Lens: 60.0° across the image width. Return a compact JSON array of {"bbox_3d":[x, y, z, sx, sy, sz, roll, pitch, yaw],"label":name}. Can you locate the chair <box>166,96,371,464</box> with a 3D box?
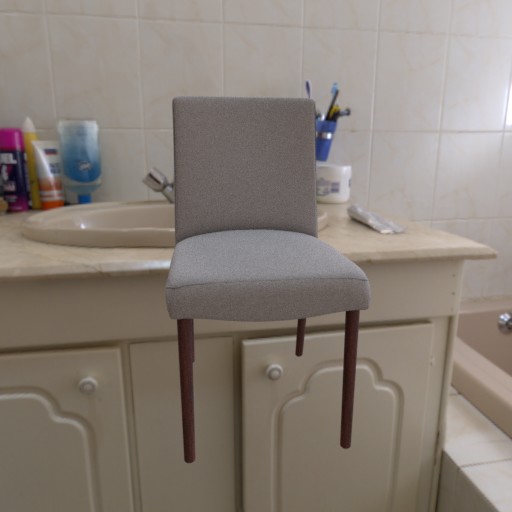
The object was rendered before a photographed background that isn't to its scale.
[{"bbox_3d":[0.000,0.000,1.181,0.456,0.859,0.570,-2,14,-8],"label":"chair"}]
